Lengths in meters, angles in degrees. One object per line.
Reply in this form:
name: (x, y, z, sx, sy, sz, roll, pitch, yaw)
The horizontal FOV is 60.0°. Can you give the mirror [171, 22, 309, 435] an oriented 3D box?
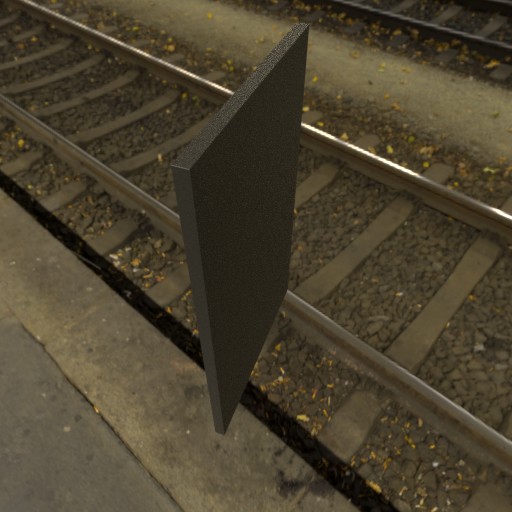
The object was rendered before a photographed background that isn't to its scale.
mirror: (0.000, 0.000, 1.487, 0.038, 1.219, 0.762, 16, 49, 14)
